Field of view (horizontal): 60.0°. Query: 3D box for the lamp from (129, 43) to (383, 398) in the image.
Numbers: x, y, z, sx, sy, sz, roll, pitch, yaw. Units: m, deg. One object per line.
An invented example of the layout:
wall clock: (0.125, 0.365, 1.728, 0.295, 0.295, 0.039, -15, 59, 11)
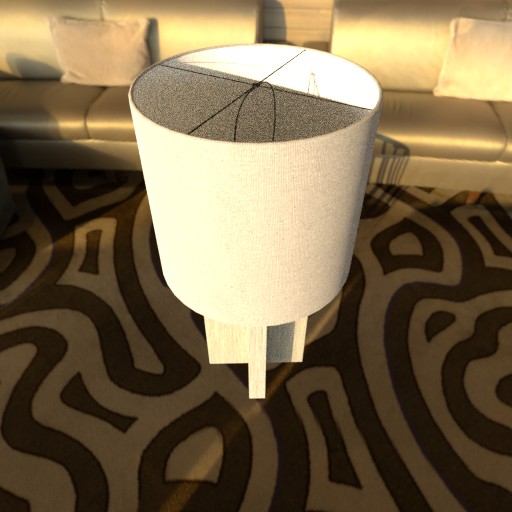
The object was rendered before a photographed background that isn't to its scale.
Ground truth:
lamp: (0.000, 0.000, 0.549, 0.229, 0.428, 0.229, -1, 43, -1)
